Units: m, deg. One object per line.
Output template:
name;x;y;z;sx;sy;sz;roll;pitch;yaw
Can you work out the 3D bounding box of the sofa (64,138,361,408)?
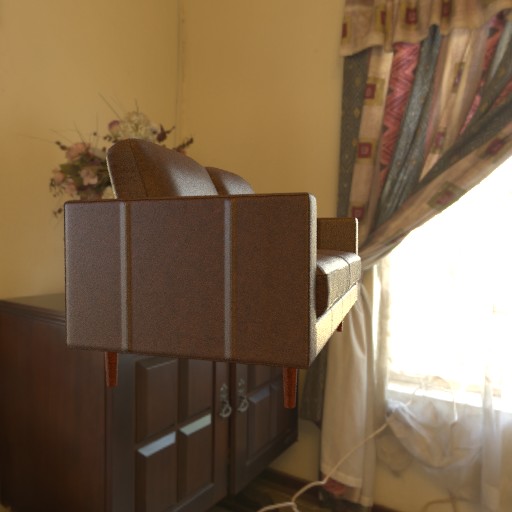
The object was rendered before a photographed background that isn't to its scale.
sofa;0.000;0.000;2.160;0.909;0.951;1.578;1;2;18
